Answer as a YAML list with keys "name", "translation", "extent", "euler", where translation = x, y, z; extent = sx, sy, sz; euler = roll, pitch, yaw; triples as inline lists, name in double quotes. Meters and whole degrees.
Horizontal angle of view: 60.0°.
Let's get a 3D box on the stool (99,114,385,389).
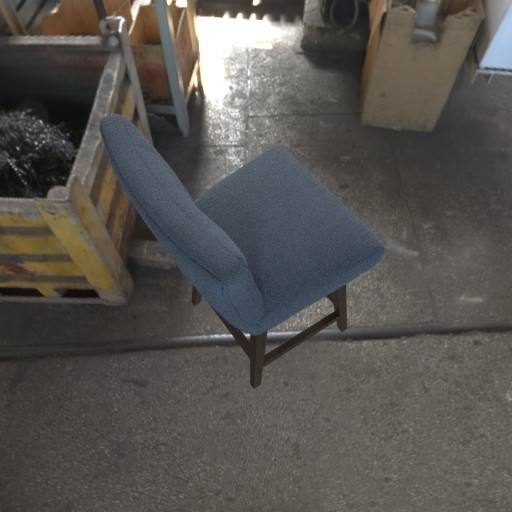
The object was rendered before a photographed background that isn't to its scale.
- name: "stool"
  translation: [0.000, 0.000, 1.367]
  extent: [0.574, 1.000, 0.514]
  euler: [-32, 64, -18]
